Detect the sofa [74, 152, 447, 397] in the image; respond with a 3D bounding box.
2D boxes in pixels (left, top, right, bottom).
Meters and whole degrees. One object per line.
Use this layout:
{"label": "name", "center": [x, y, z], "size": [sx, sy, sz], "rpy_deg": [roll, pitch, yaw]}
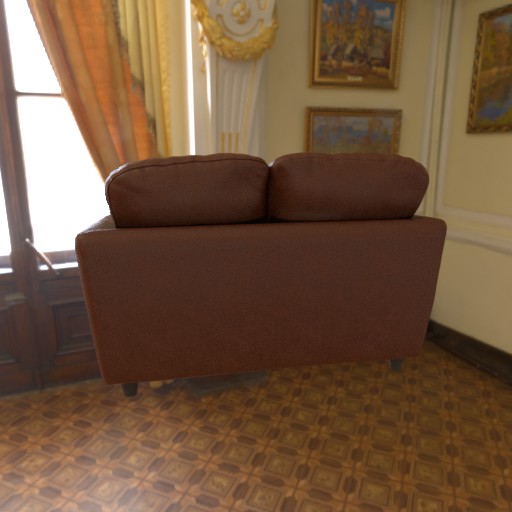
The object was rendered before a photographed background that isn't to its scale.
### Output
{"label": "sofa", "center": [0.000, 0.000, 1.969], "size": [1.406, 0.906, 0.805], "rpy_deg": [-3, 14, -10]}
